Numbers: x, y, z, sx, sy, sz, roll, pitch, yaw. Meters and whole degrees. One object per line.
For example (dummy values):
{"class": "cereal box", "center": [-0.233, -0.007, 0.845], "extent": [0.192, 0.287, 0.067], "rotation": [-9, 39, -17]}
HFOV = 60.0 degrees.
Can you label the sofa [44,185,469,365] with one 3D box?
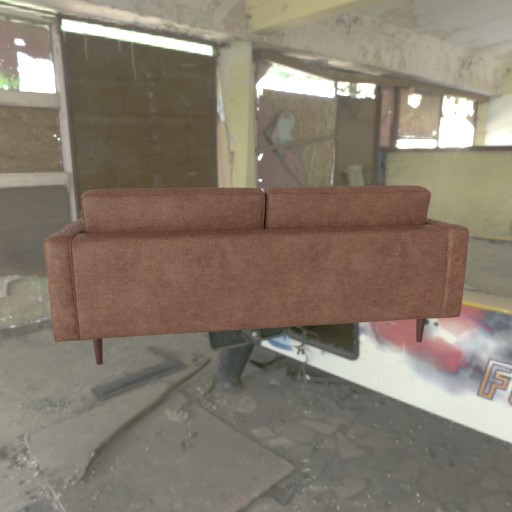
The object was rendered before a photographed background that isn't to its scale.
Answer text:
{"class": "sofa", "center": [0.000, 0.000, 2.358], "extent": [1.870, 0.760, 0.910], "rotation": [-2, 13, -9]}
